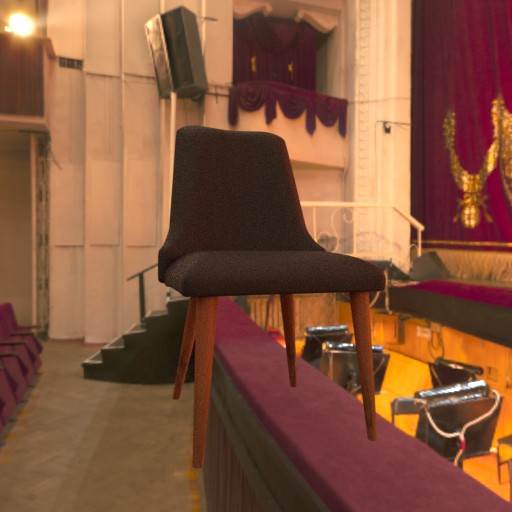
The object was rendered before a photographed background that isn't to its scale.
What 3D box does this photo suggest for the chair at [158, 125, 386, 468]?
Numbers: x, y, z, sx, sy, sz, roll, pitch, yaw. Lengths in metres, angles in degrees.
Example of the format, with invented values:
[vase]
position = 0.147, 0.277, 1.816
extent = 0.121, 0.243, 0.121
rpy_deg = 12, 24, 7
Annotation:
[chair]
position = 0.000, 0.000, 1.192
extent = 0.504, 0.820, 0.567
rpy_deg = 0, 0, -18
